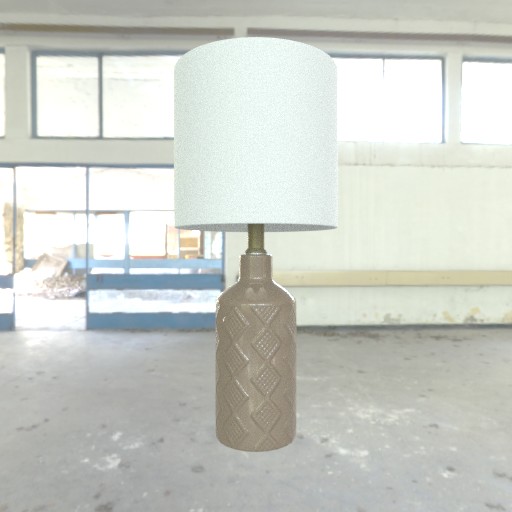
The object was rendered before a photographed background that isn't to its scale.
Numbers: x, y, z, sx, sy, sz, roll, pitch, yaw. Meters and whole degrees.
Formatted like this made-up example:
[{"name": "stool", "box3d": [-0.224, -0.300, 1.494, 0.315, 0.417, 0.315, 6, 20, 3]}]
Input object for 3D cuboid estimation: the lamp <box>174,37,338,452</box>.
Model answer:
[{"name": "lamp", "box3d": [0.000, 0.000, 0.569, 0.207, 0.461, 0.207, 0, 1, -1]}]
